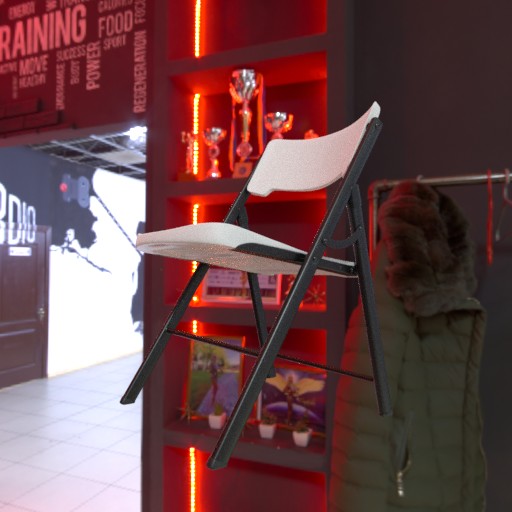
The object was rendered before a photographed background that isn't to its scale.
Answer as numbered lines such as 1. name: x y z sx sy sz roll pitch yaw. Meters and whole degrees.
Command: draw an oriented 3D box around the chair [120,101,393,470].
1. chair: 0.000 0.000 1.124 0.577 0.765 0.482 1 -2 -36
